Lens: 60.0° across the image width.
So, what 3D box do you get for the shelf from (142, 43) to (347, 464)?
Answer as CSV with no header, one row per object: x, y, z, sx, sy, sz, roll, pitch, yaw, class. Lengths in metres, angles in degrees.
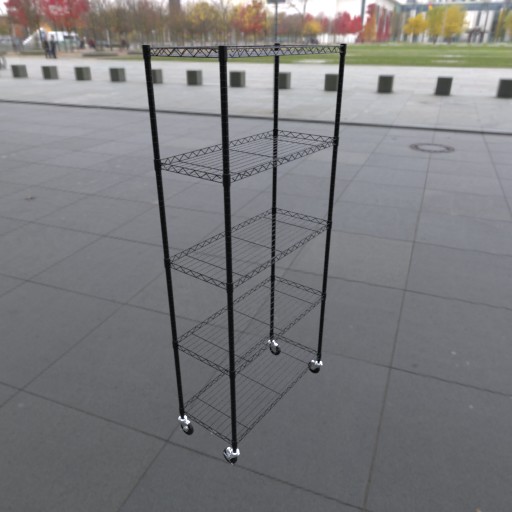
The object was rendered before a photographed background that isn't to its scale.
0.000,0.000,1.905,0.356,1.645,0.762,18,31,32,shelf
